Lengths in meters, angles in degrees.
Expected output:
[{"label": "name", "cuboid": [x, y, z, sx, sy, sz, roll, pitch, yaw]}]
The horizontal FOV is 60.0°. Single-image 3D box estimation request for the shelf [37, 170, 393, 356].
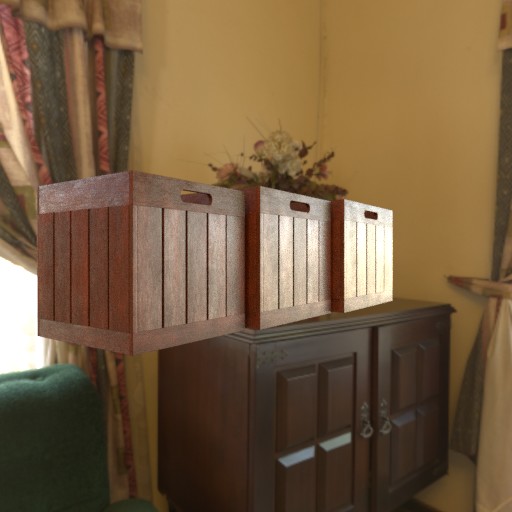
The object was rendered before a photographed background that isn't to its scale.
[{"label": "shelf", "cuboid": [0.000, 0.000, 1.213, 0.393, 0.311, 1.064, 0, 0, 36]}]
